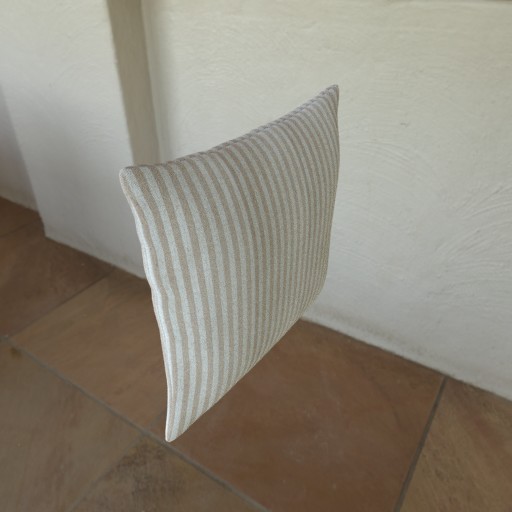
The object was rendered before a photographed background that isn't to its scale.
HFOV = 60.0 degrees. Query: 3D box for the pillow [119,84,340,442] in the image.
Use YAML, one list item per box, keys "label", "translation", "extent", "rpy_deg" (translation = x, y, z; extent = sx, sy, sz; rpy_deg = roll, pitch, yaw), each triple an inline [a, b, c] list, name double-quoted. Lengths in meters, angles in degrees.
- label: "pillow"
  translation: [0.000, 0.000, 0.806]
  extent: [0.166, 0.510, 0.523]
  rpy_deg: [22, 39, 29]
